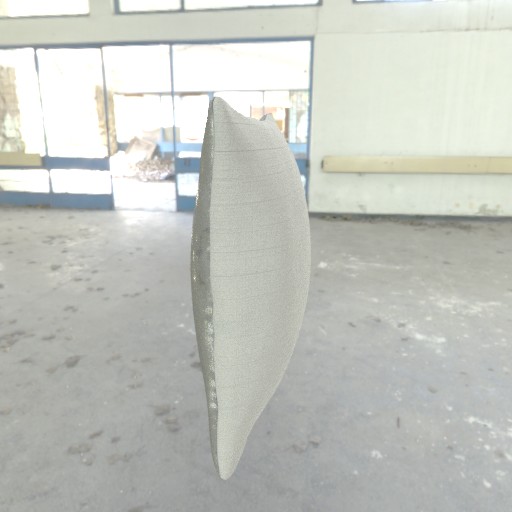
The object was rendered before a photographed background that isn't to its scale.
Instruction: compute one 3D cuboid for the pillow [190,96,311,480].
[{"bbox_3d":[0.000,0.000,0.720,0.175,0.464,0.470,3,15,10],"label":"pillow"}]
